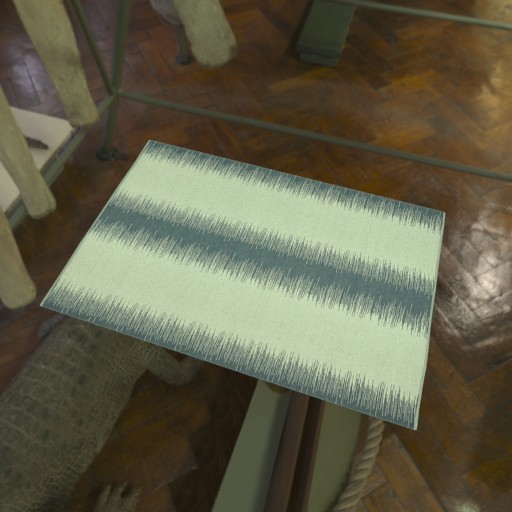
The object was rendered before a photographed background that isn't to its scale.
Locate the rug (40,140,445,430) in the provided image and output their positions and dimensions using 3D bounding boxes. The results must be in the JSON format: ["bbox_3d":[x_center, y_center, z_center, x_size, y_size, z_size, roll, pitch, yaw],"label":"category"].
[{"bbox_3d":[0.000,0.000,2.348,1.854,0.006,1.234,16,59,10],"label":"rug"}]
